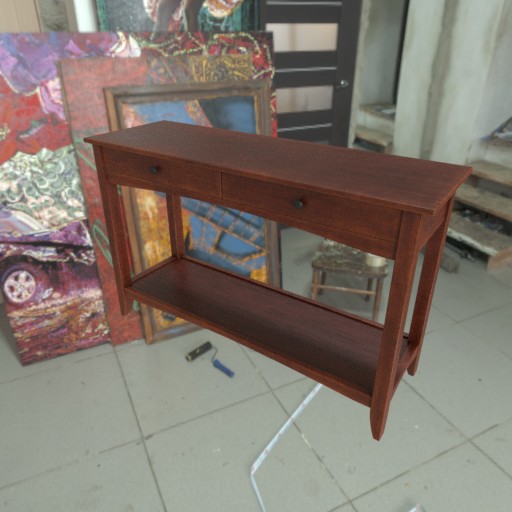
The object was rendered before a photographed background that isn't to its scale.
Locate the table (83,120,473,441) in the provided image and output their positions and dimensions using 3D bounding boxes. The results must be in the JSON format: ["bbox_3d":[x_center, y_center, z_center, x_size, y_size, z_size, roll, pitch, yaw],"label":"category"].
[{"bbox_3d":[0.000,0.000,1.549,1.188,0.739,0.392,18,32,30],"label":"table"}]
